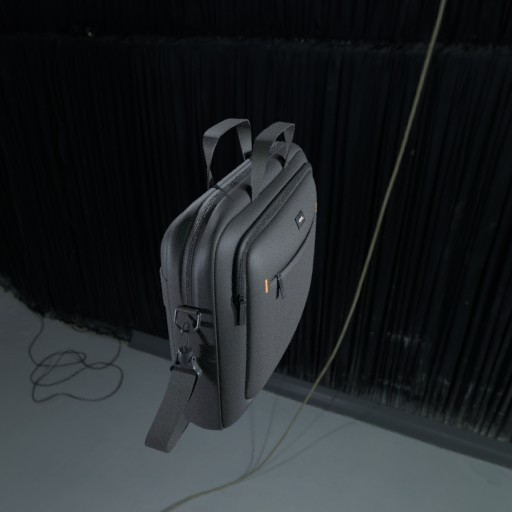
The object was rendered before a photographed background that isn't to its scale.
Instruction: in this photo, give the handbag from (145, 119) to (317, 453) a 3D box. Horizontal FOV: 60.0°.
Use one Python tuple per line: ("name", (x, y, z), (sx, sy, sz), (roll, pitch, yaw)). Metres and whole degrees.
("handbag", (0.000, 0.000, 0.584), (0.126, 0.330, 0.429), (10, 31, 17))
